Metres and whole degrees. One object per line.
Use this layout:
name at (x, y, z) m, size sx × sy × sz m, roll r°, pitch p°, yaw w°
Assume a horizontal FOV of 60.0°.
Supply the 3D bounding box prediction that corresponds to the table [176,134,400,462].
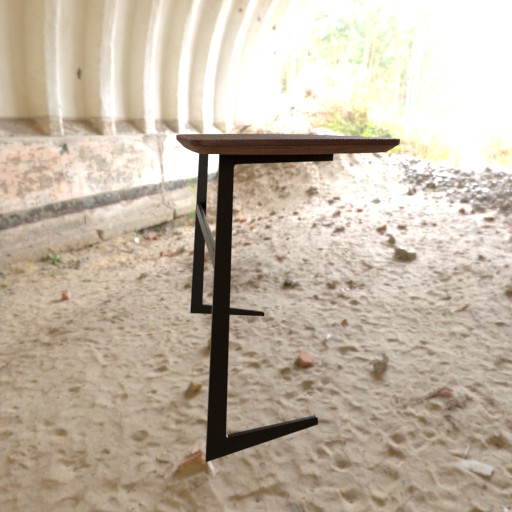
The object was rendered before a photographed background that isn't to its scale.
table at (0.000, 0.000, 1.098) m, size 0.361 × 0.576 × 0.804 m, roll -3°, pitch 16°, yaw -10°
